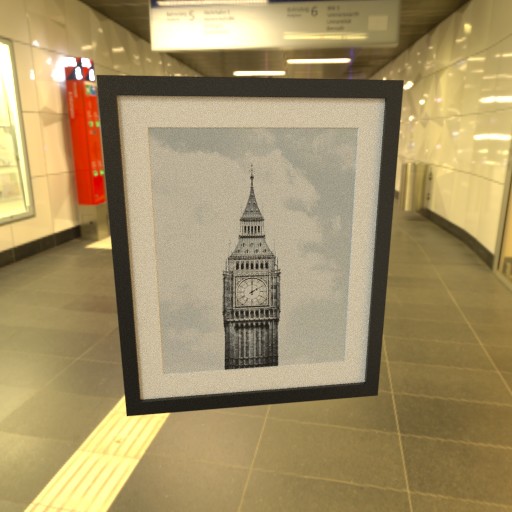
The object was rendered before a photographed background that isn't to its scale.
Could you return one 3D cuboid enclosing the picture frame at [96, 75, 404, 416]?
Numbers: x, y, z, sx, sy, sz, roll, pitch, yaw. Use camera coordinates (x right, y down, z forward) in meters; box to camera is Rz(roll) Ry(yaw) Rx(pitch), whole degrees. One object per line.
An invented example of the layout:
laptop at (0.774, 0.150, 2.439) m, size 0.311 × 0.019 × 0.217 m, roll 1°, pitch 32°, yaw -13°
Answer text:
picture frame at (0.000, 0.000, 0.745) m, size 0.460 × 0.556 × 0.028 m, roll -2°, pitch 16°, yaw -8°
